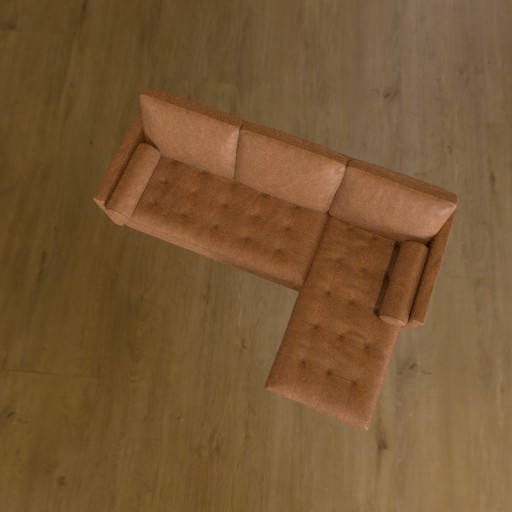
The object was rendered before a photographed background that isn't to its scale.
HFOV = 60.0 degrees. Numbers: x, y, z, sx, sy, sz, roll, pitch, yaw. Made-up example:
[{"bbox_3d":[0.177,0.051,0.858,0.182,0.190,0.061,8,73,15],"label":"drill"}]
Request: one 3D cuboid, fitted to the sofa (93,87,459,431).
[{"bbox_3d":[0.000,0.000,2.865,2.178,0.876,1.506,21,76,5],"label":"sofa"}]
